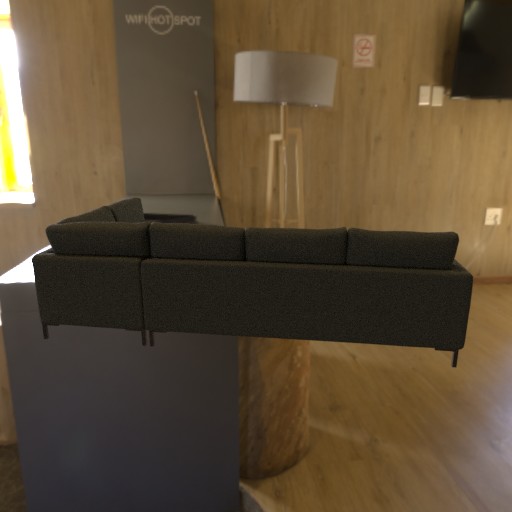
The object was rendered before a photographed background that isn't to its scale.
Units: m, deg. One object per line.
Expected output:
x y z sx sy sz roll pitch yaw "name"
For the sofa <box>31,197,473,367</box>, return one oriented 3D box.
0.000 0.000 3.853 2.975 0.858 1.984 2 15 8 "sofa"
